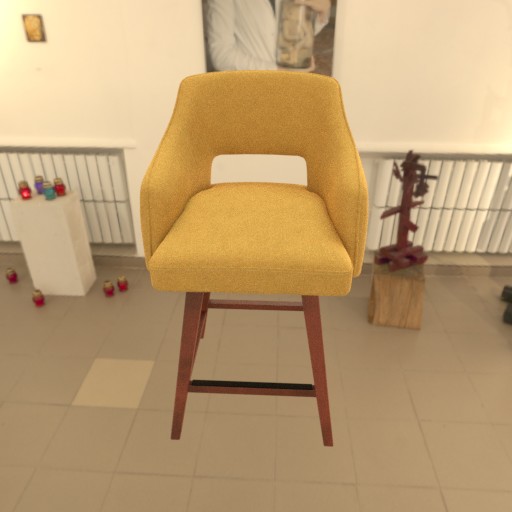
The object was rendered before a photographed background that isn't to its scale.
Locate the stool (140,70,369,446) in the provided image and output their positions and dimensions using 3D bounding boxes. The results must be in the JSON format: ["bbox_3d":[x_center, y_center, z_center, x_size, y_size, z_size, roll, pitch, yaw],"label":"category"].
[{"bbox_3d":[0.000,0.000,1.266,0.548,0.924,0.558,1,30,3],"label":"stool"}]
